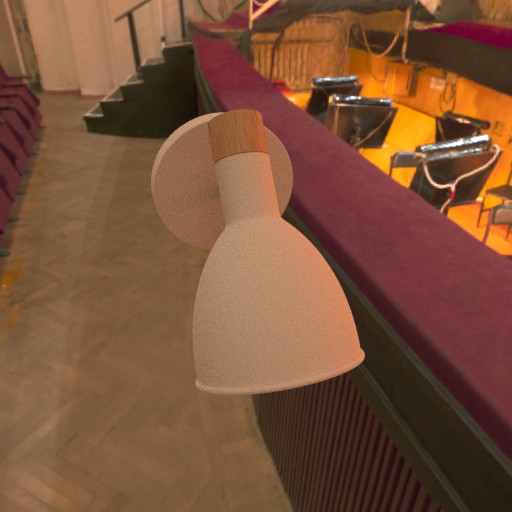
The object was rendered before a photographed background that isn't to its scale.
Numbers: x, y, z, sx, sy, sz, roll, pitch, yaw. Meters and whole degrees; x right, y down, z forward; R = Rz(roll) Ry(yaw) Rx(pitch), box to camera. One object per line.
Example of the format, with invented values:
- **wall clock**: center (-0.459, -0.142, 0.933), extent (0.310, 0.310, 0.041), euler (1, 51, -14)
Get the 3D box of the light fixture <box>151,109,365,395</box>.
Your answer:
- **light fixture**: center (0.000, 0.000, 0.334), extent (0.127, 0.199, 0.209), euler (-10, 33, -15)
